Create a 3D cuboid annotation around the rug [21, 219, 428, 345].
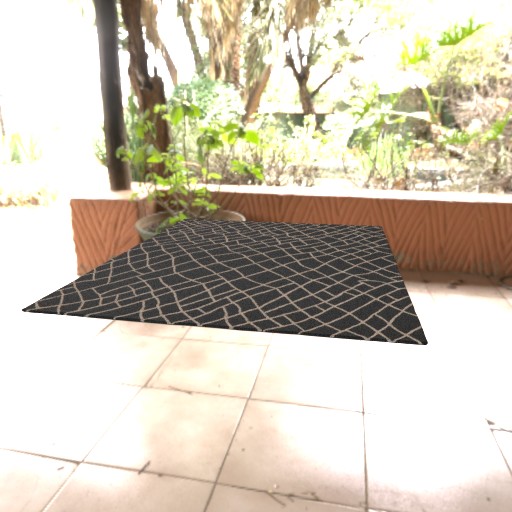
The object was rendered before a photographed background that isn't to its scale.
[{"bbox_3d":[0.000,0.000,3.990,2.439,0.022,3.047,3,16,10],"label":"rug"}]
